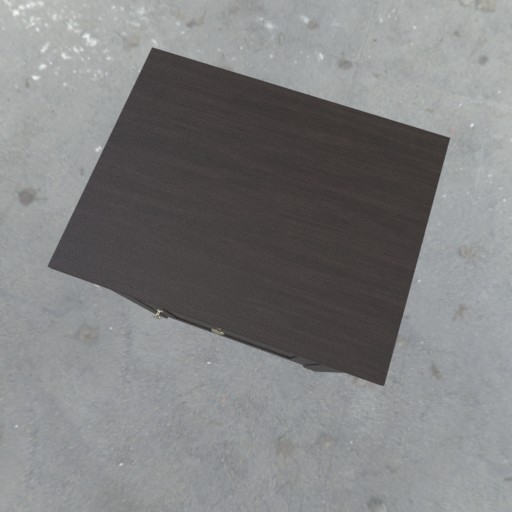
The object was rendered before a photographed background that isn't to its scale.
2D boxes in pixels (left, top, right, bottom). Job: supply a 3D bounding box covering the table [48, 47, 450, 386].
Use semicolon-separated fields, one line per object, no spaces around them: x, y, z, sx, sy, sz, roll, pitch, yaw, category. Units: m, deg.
0.000;0.000;0.942;0.480;0.635;0.381;19;76;5;table
